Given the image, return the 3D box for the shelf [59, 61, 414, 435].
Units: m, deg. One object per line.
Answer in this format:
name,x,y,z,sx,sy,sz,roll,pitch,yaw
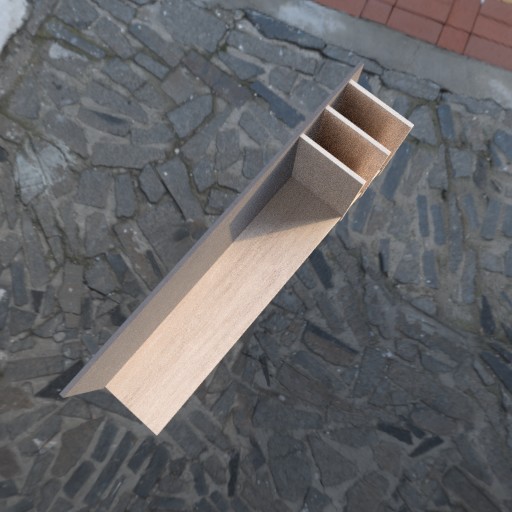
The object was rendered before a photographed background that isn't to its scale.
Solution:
shelf,0.000,0.000,1.129,0.200,0.300,1.020,40,81,8
